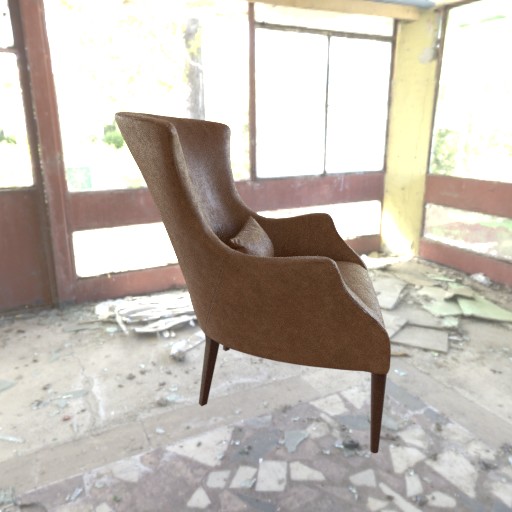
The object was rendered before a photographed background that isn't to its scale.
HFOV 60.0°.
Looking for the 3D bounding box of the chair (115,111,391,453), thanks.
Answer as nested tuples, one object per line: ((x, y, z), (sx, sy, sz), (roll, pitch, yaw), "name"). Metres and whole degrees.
((0.000, 0.000, 1.719), (0.955, 1.067, 0.846), (2, 16, 8), "chair")
